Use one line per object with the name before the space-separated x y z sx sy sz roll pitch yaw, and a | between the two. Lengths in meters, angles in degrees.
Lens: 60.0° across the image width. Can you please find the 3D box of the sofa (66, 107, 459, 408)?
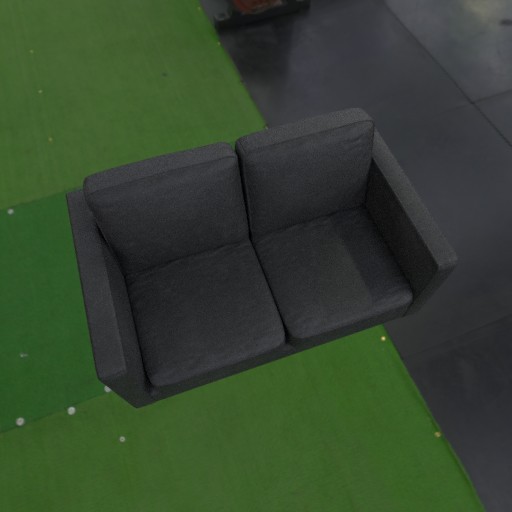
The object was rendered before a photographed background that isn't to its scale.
sofa | 0.000 0.000 2.013 1.430 0.899 0.879 -17 62 -9
